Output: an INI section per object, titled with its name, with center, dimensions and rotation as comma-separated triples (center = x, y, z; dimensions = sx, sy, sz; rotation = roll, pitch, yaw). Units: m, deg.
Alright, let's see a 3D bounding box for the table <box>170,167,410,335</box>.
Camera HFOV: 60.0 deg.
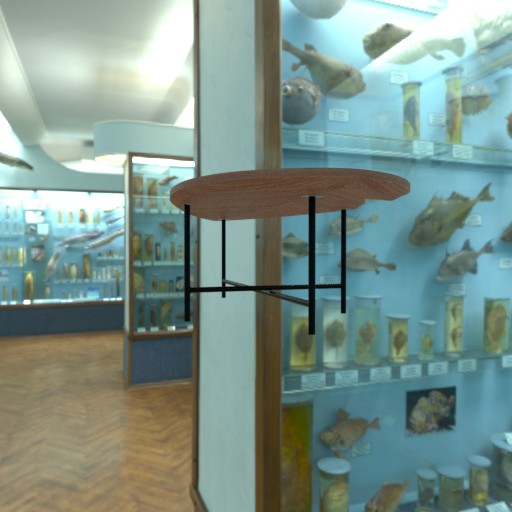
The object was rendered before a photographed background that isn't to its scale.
[table]
center = 0.000, 0.000, 1.441
dimensions = 0.598, 0.360, 1.199
rotation = 0, 1, -18
